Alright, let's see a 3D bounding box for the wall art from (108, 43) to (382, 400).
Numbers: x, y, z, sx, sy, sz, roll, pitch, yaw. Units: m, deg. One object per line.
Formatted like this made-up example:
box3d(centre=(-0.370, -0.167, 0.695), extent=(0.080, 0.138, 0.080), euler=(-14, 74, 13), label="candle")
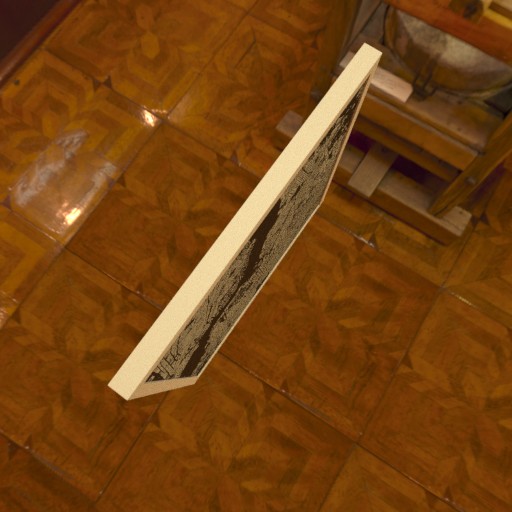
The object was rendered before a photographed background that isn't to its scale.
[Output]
box3d(centre=(0.000, 0.000, 1.129), extent=(0.050, 0.762, 0.761), euler=(34, 78, 8), label="wall art")
